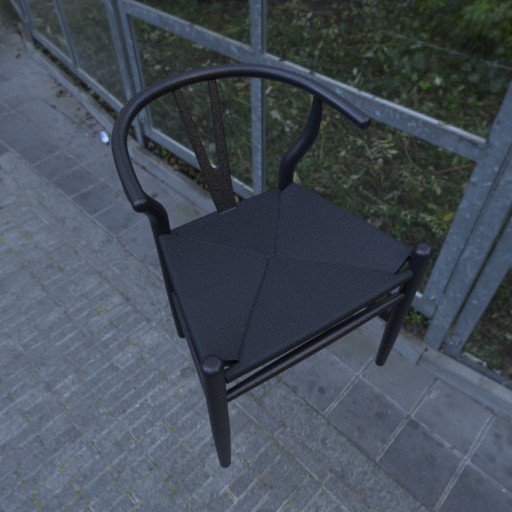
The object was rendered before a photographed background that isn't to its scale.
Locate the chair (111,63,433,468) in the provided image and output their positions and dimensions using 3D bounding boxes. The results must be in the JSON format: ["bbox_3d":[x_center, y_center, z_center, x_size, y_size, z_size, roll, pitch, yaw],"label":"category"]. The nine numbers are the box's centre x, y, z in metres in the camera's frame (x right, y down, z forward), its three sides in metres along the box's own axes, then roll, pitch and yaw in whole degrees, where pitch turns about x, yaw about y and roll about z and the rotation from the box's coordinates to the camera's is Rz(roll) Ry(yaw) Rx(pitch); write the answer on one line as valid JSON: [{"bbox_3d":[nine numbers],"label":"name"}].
[{"bbox_3d":[0.000,0.000,1.106,0.569,0.730,0.579,-25,51,-22],"label":"chair"}]
